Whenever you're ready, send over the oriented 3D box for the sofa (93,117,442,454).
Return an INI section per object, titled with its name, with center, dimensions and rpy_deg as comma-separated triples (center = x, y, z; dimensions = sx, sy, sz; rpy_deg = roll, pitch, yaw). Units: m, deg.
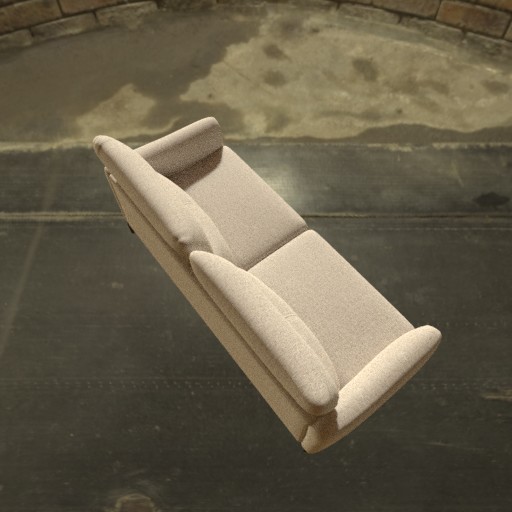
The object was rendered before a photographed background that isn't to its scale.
[sofa]
center = 0.000, 0.000, 2.503
dimensions = 0.856, 0.956, 2.015
rpy_deg = -34, 65, -18
